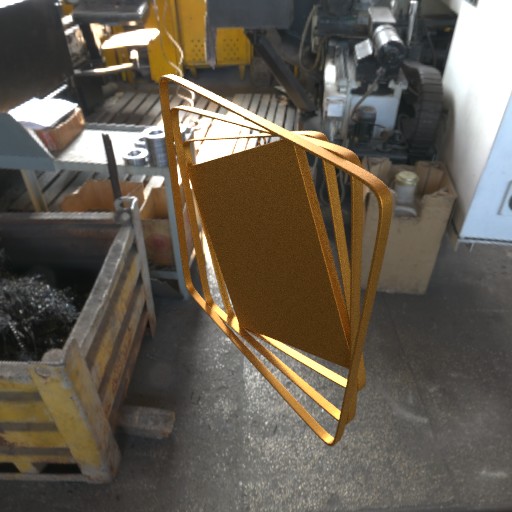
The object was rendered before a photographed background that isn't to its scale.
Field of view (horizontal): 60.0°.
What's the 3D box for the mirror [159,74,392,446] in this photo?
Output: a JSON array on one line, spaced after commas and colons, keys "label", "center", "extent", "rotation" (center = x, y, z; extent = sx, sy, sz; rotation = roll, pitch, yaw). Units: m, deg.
[{"label": "mirror", "center": [0.000, 0.000, 0.699], "extent": [0.045, 0.468, 0.470], "rotation": [-24, 44, -28]}]
